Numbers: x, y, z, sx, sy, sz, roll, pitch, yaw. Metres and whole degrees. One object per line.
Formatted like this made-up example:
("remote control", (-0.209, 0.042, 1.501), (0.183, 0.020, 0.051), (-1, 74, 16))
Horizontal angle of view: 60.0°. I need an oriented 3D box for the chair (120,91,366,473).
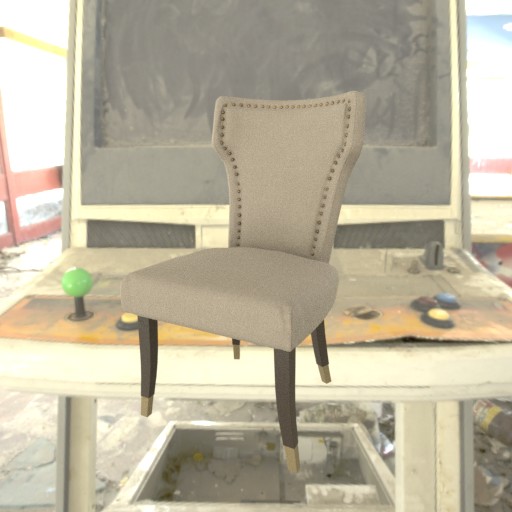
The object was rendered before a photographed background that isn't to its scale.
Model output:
("chair", (0.000, 0.000, 1.337), (0.526, 0.950, 0.630), (8, 17, 27))
